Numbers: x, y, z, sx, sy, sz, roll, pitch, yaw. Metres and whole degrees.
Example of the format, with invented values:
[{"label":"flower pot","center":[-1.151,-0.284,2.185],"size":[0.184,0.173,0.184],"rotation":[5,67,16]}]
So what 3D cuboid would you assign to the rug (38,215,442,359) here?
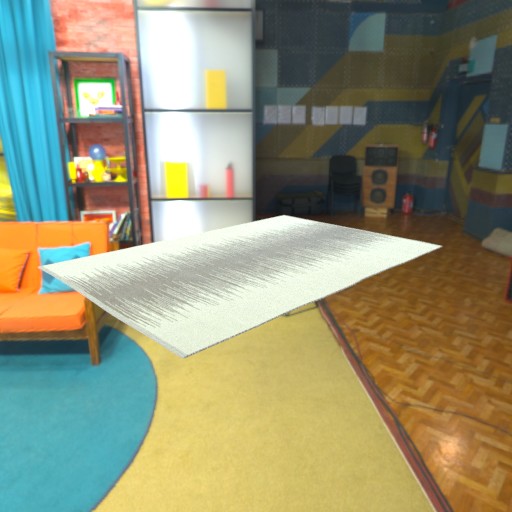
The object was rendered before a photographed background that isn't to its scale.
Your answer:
[{"label":"rug","center":[0.000,0.000,2.366],"size":[1.815,0.007,1.226],"rotation":[-16,23,-42]}]
